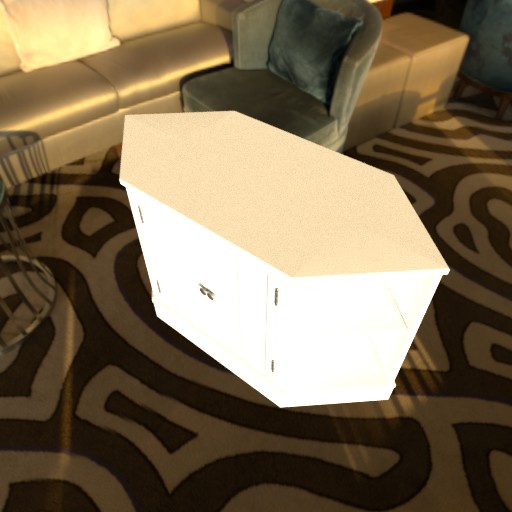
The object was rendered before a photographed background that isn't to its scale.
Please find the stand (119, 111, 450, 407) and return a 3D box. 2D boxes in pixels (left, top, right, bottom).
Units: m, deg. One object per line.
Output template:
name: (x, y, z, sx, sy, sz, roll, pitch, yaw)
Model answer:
stand: (0.000, 0.000, 1.409, 1.072, 0.614, 0.477, 30, 53, 26)
